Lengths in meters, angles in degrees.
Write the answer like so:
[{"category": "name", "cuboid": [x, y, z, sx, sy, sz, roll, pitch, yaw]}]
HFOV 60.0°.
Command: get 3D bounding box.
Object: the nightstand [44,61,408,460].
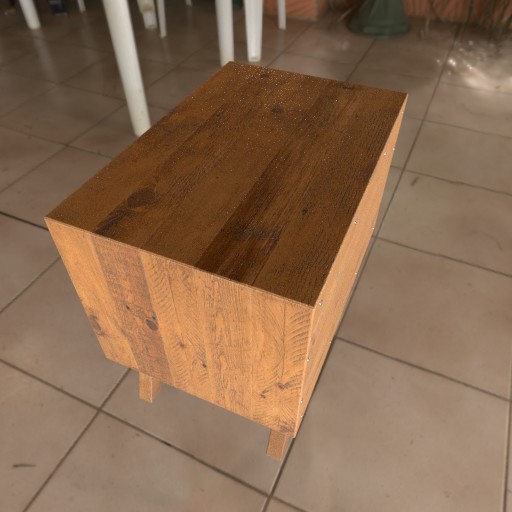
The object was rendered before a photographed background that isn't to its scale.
[{"category": "nightstand", "cuboid": [0.000, 0.000, 1.042, 0.450, 0.599, 0.650, 17, 48, 16]}]
